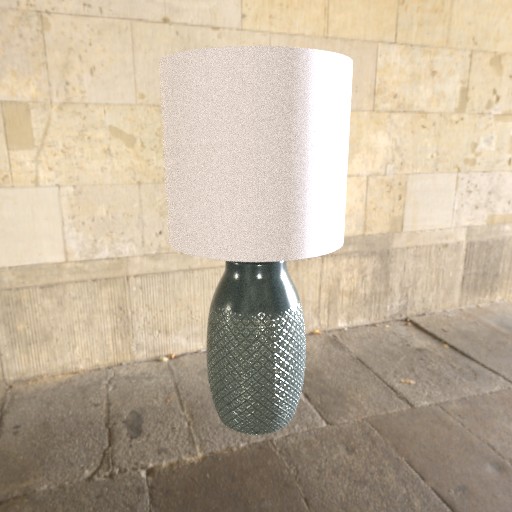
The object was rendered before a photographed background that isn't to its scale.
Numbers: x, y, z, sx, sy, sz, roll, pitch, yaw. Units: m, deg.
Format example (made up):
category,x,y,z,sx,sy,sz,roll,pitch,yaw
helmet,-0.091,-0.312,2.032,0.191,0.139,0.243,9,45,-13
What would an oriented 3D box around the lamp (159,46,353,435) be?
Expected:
category,x,y,z,sx,sy,sz,roll,pitch,yaw
lamp,0.000,0.000,0.565,0.217,0.453,0.217,7,17,25
